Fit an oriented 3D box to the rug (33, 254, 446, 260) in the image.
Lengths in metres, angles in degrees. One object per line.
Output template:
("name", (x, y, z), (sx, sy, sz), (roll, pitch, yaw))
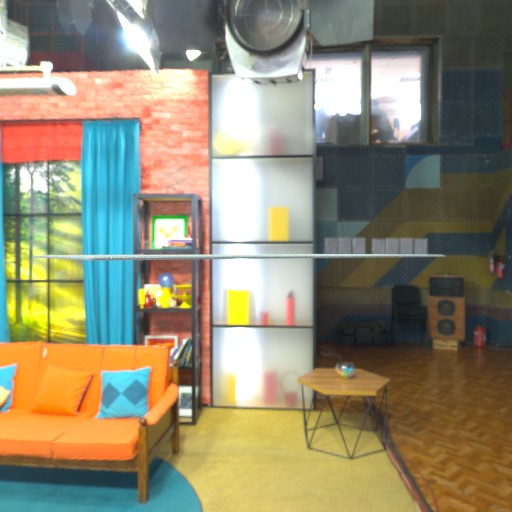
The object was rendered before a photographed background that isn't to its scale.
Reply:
("rug", (0.000, 0.000, 1.441), (1.219, 0.007, 0.604), (0, 1, -36))
